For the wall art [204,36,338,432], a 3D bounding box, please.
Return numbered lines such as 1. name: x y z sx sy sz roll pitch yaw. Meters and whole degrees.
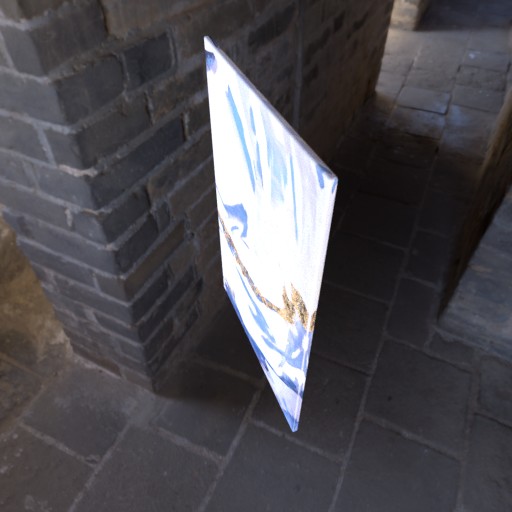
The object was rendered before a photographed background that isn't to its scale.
1. wall art: 0.000 0.000 1.179 0.016 0.914 0.610 -17 48 -15
